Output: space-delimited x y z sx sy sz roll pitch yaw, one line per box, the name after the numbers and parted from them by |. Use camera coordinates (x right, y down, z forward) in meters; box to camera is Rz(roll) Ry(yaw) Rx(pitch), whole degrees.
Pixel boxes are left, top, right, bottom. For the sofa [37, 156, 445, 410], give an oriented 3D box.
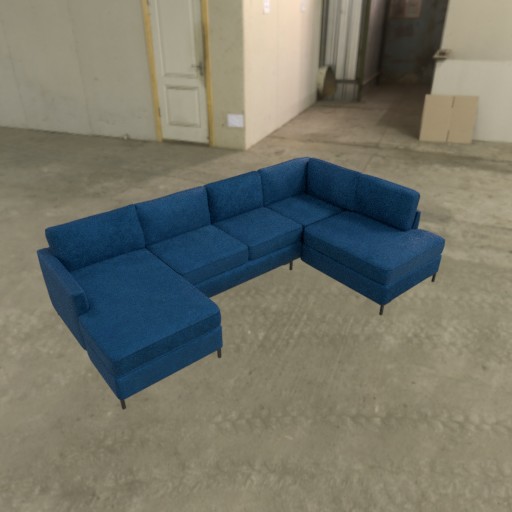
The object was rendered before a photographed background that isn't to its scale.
0.000 0.000 4.311 3.434 0.992 2.055 -22 37 -33 | sofa
